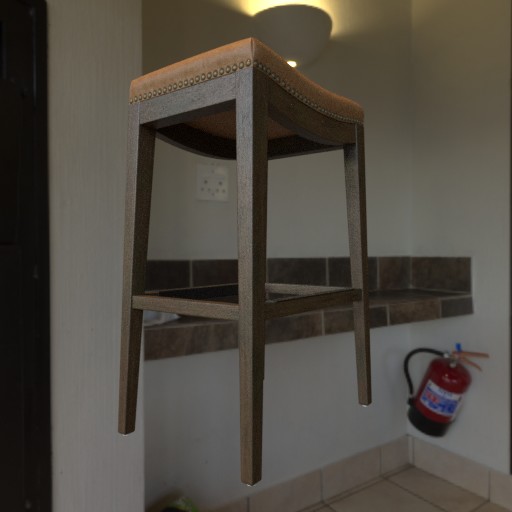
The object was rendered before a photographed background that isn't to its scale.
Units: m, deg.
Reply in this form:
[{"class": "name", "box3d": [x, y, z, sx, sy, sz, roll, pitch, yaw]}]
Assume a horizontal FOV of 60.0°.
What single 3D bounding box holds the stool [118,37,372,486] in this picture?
[{"class": "stool", "box3d": [0.000, 0.000, 1.029, 0.361, 0.759, 0.500, 0, 1, 37]}]
